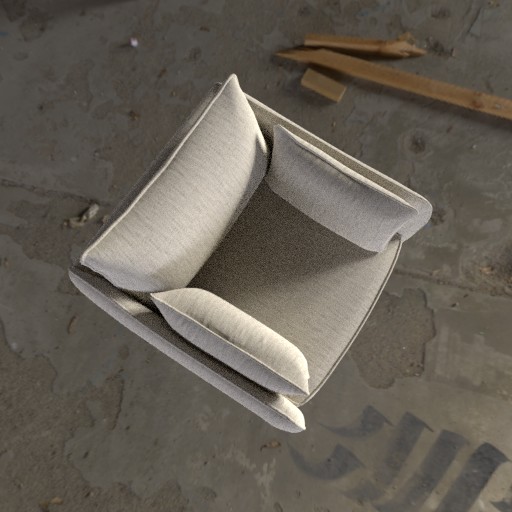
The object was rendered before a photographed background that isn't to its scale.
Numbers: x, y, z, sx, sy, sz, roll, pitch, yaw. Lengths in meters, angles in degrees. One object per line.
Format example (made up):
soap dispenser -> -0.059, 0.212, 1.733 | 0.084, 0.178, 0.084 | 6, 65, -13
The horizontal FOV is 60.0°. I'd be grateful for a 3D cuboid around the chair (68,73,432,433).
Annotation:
chair -> 0.000, 0.000, 1.755 | 0.991, 0.855, 0.994 | 33, 77, 8
